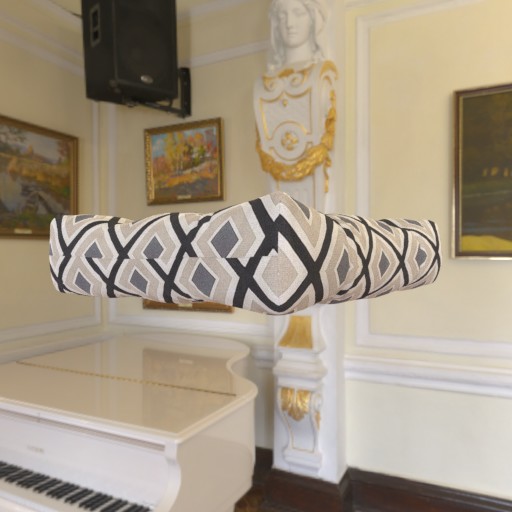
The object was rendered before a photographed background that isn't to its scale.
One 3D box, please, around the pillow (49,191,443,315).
[{"bbox_3d":[0.000,0.000,0.725,0.468,0.128,0.490,0,0,39],"label":"pillow"}]
